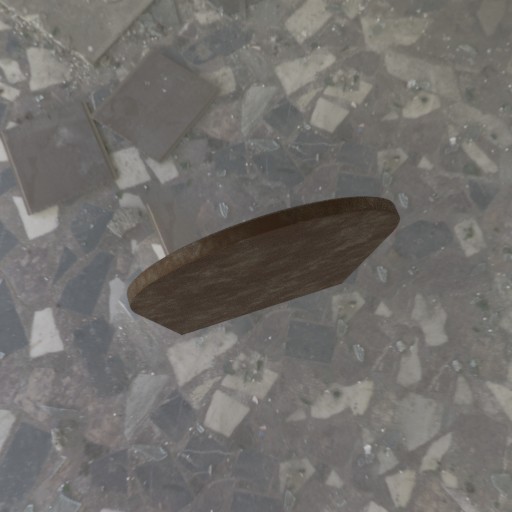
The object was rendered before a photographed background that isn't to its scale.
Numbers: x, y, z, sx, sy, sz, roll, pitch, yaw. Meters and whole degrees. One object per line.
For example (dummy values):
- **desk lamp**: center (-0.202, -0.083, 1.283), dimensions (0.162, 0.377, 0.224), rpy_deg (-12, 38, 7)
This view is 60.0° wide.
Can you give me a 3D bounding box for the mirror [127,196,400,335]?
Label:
- **mirror**: center (0.000, 0.000, 0.974), dimensions (0.510, 0.770, 0.137), rpy_deg (-17, 76, -4)
